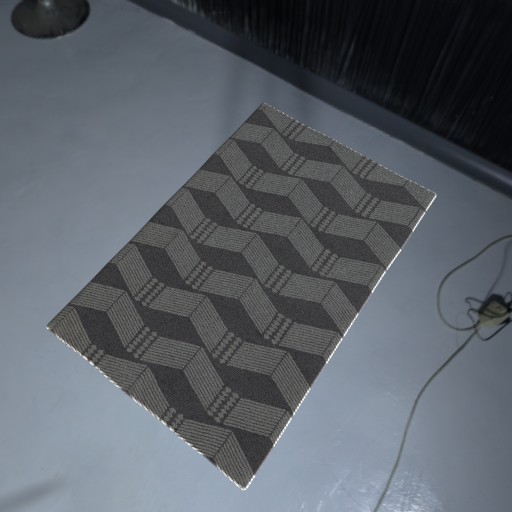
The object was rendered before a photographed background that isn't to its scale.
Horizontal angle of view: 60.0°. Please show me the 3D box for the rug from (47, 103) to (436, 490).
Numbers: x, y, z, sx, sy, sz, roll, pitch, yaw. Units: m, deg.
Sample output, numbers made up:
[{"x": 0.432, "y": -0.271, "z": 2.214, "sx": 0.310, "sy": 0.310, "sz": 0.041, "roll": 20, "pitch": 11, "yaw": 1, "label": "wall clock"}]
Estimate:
[{"x": 0.000, "y": 0.000, "z": 2.334, "sx": 1.210, "sy": 0.016, "sz": 1.833, "roll": 33, "pitch": 68, "yaw": 15, "label": "rug"}]
